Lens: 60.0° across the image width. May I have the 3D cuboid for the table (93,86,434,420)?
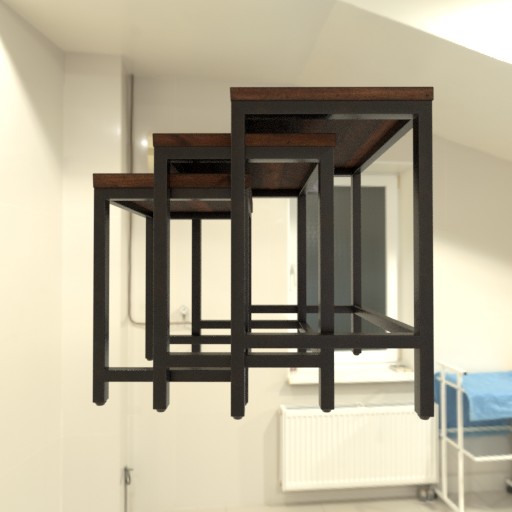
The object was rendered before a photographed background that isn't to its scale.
[{"bbox_3d":[0.000,0.000,1.118,0.660,0.616,0.608,0,-1,0],"label":"table"}]
